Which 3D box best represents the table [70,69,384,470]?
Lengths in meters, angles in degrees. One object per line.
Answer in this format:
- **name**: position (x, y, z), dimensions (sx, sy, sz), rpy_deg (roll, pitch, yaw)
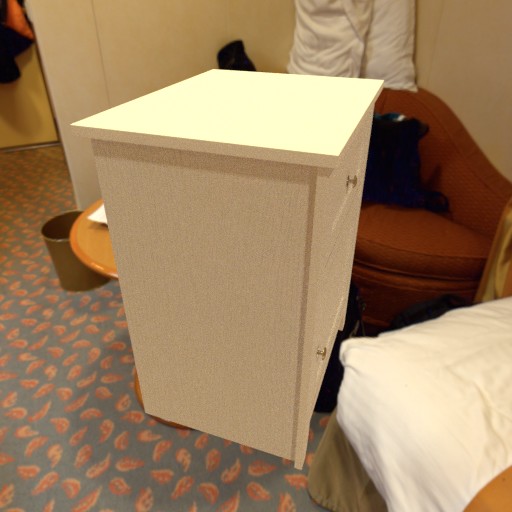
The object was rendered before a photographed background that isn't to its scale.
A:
- **table**: position (0.000, 0.000, 0.925), dimensions (0.381, 0.635, 0.480), rpy_deg (11, 34, 17)
